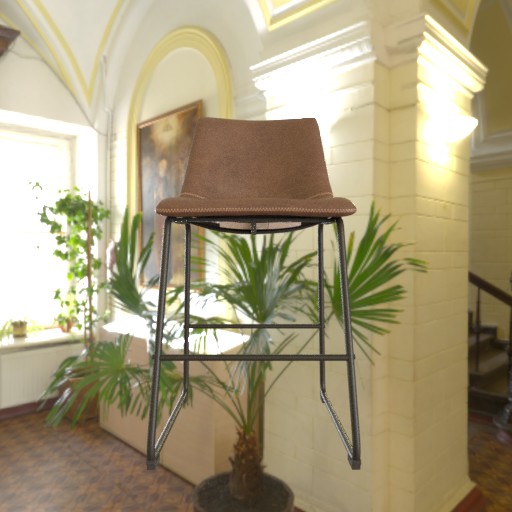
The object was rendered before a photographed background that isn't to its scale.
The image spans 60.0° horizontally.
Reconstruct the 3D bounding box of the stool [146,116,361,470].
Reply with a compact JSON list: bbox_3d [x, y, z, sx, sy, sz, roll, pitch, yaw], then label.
[{"bbox_3d":[0.000,0.000,1.185,0.460,0.890,0.550,0,1,0],"label":"stool"}]
